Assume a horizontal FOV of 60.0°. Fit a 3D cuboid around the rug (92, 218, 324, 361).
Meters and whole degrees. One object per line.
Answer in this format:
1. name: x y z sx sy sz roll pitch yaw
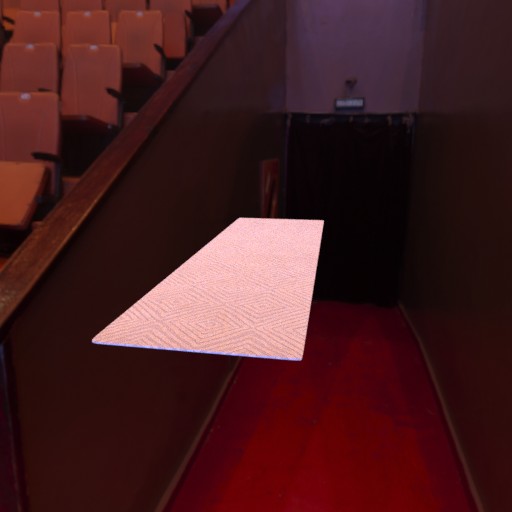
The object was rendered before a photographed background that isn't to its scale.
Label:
1. rug: 0.000 0.000 2.440 0.676 0.008 2.277 3 15 10
